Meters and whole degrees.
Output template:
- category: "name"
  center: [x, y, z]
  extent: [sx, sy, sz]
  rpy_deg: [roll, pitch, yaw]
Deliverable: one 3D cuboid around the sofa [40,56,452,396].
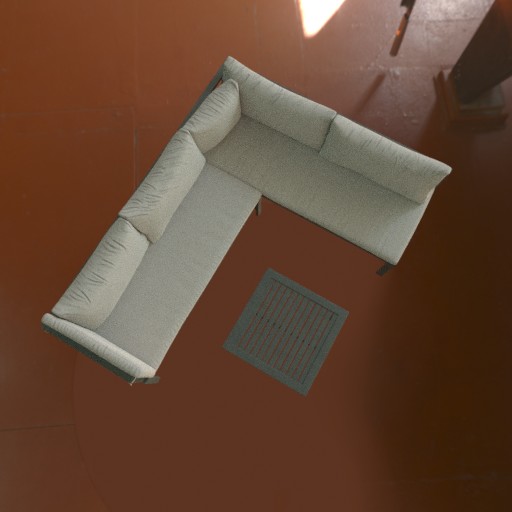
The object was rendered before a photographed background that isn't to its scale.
- category: "sofa"
  center: [0.000, 0.000, 2.902]
  extent: [1.658, 0.758, 2.096]
  rpy_deg: [29, 77, 7]
